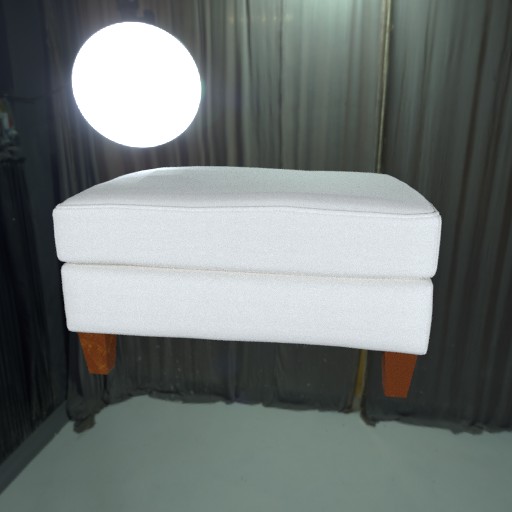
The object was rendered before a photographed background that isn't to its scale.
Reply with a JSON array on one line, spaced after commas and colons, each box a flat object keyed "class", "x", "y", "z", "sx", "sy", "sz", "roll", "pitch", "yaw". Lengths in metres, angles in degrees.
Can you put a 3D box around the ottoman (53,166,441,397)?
[{"class": "ottoman", "x": 0.000, "y": 0.000, "z": 1.222, "sx": 0.818, "sy": 0.479, "sz": 0.634, "roll": 2, "pitch": 17, "yaw": 7}]
